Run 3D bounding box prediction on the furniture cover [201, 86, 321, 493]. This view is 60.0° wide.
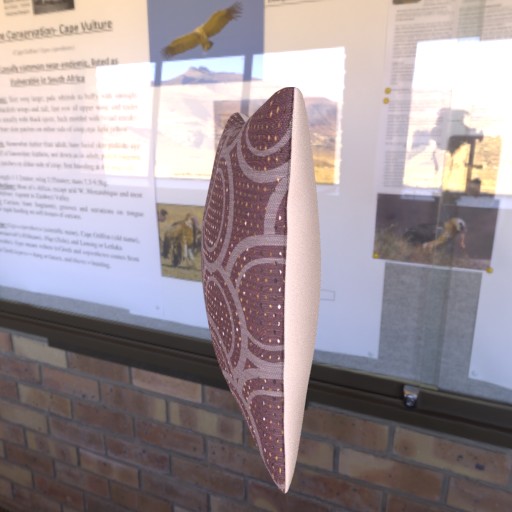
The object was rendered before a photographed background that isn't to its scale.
[{"bbox_3d":[0.000,0.000,0.782,0.193,0.509,0.552,-2,15,-8],"label":"furniture cover"}]
